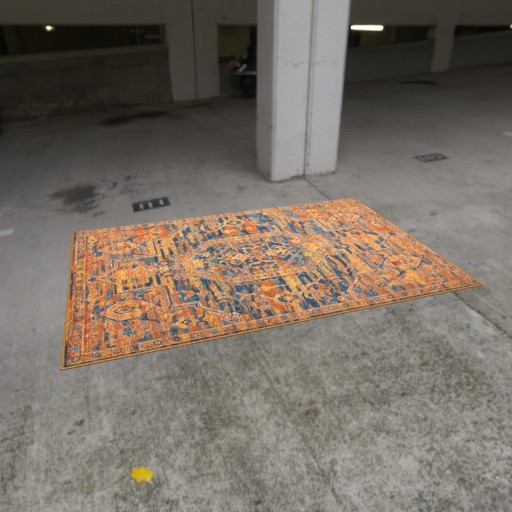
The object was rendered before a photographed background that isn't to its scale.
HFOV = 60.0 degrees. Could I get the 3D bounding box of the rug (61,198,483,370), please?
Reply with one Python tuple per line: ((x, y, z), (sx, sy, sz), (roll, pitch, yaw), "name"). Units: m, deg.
((0.000, 0.000, 2.211), (1.758, 0.013, 1.148), (-9, 29, -16), "rug")
